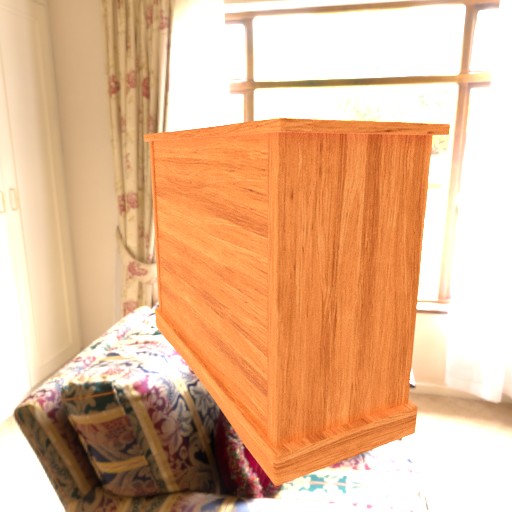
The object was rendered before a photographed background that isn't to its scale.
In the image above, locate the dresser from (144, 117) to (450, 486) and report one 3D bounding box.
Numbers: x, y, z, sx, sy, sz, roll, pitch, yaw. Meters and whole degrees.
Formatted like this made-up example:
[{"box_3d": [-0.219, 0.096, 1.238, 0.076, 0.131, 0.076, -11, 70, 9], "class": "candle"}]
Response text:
[{"box_3d": [0.000, 0.000, 1.349, 0.410, 0.740, 0.990, -7, 15, -26], "class": "dresser"}]
